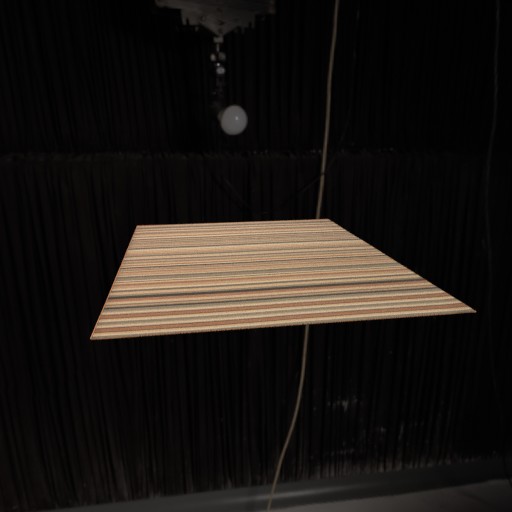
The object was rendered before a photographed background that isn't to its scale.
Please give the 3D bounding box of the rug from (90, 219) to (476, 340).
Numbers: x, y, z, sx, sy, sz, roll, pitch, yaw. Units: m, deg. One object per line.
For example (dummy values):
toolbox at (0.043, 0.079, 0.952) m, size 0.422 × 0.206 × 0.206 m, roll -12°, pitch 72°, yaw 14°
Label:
rug at (0.000, 0.000, 4.159) m, size 2.436 × 0.011 × 3.045 m, roll -3°, pitch 17°, yaw -9°
